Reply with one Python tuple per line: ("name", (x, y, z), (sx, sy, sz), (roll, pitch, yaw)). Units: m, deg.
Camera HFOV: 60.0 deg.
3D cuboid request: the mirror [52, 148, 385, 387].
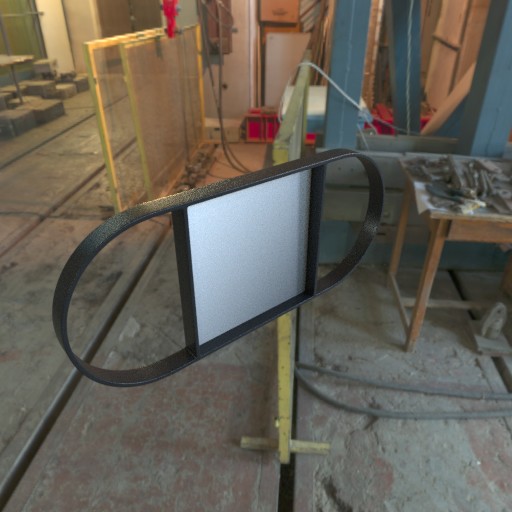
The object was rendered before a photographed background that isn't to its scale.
("mirror", (0.000, 0.000, 0.667), (0.584, 0.254, 0.032), (-23, 38, -33))
